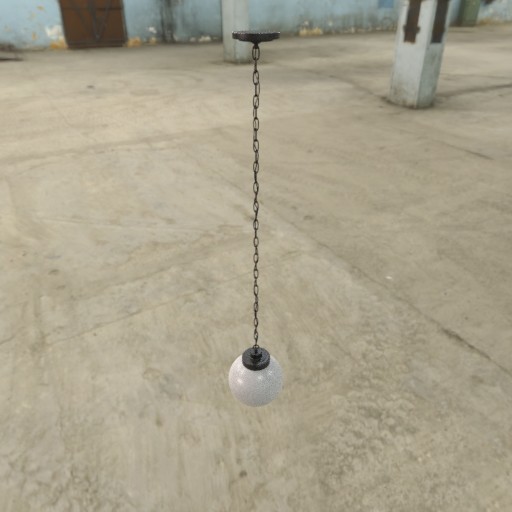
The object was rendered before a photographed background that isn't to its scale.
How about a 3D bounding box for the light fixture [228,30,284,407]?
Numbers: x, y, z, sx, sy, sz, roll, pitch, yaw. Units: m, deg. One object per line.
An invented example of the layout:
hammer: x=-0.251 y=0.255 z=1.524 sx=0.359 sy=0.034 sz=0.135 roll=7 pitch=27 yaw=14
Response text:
light fixture: x=0.000 y=0.000 z=2.065 sx=0.305 sy=1.867 sz=0.304 roll=-1 pitch=30 yaw=-2
